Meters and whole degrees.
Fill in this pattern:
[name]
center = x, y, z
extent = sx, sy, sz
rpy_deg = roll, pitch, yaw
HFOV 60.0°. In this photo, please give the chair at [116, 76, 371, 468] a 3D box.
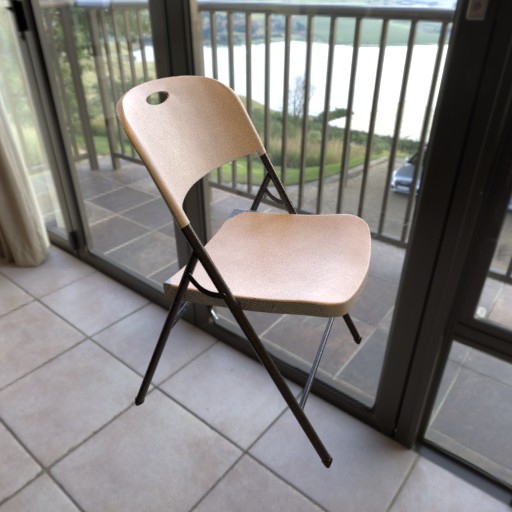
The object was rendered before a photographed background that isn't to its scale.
[chair]
center = 0.000, 0.000, 1.140
extent = 0.566, 0.810, 0.494
rpy_deg = 11, 33, 17
